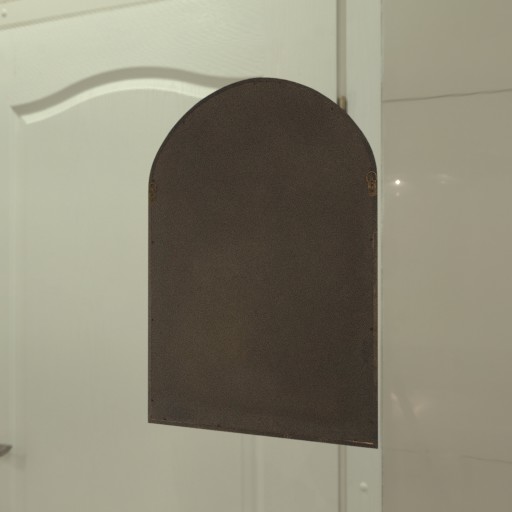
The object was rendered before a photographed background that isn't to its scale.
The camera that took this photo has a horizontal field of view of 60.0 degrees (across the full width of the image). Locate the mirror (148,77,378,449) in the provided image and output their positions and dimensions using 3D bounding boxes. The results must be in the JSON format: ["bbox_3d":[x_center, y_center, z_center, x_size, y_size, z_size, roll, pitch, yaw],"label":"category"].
[{"bbox_3d":[0.000,0.000,1.150,0.609,0.915,0.032,0,0,16],"label":"mirror"}]
